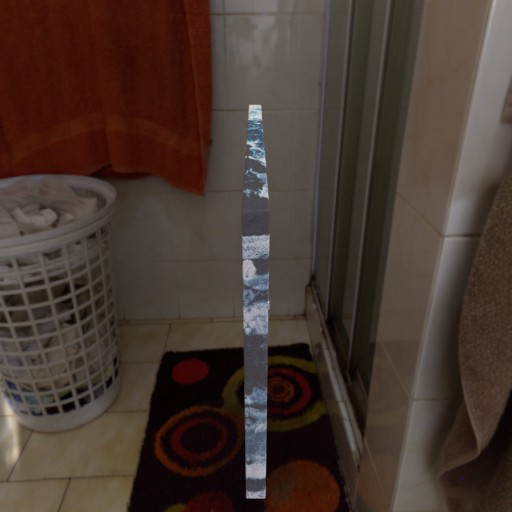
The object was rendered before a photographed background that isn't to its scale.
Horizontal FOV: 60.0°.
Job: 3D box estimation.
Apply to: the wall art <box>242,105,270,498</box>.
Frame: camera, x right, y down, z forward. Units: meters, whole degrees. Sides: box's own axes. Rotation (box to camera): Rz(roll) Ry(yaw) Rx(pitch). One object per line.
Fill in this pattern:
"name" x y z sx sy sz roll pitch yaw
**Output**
"wall art" 0.000 0.000 1.142 0.042 0.610 0.915 0 27 0
